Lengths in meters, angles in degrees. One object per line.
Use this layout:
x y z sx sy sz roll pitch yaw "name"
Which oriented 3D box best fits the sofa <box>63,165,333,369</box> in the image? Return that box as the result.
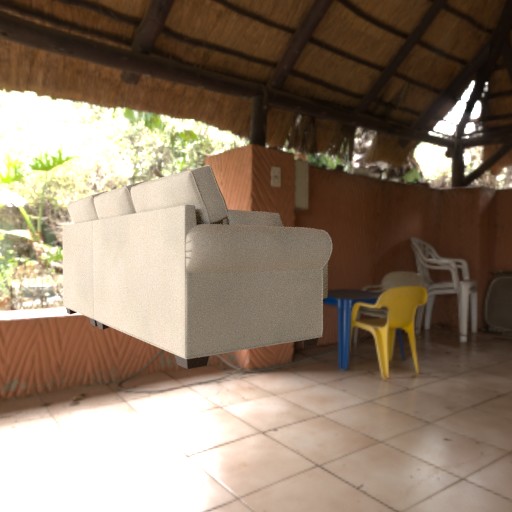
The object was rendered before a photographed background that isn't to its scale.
0.000 0.000 3.811 2.569 1.054 2.487 -1 1 -37 "sofa"
